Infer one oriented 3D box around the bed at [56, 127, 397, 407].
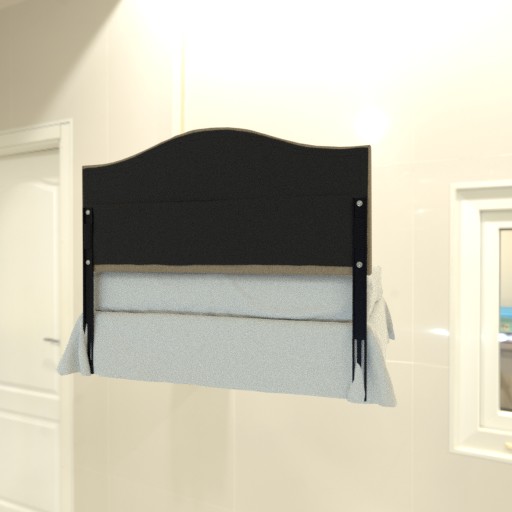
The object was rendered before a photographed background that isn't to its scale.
[{"bbox_3d":[0.000,0.000,3.792,2.311,1.651,2.222,0,1,18],"label":"bed"}]
